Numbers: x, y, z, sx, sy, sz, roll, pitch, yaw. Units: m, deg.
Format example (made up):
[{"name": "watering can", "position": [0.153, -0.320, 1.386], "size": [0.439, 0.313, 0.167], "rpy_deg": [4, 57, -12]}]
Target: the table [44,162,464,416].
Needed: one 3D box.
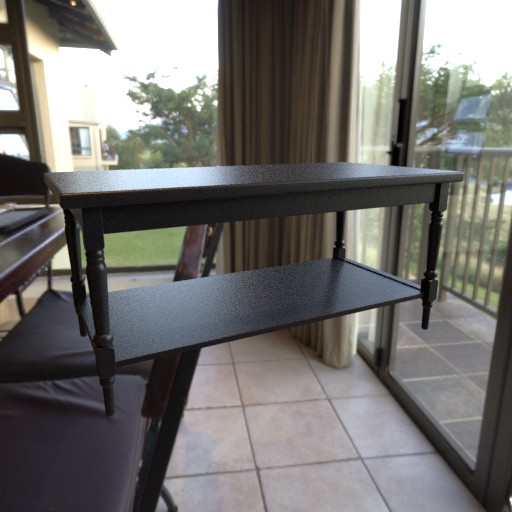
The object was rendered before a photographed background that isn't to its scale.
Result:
[{"name": "table", "position": [0.000, 0.000, 1.368], "size": [1.107, 0.510, 0.550], "rpy_deg": [-8, 17, -27]}]
